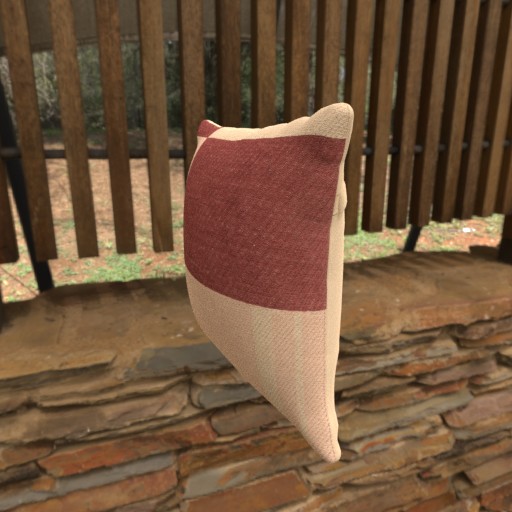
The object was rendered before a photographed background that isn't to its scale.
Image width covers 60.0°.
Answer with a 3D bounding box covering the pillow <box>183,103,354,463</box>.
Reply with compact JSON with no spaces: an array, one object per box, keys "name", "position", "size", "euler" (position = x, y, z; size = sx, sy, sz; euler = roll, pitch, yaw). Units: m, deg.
[{"name":"pillow","position":[0.000,0.000,0.813],"size":[0.229,0.506,0.536],"euler":[-8,17,-25]}]
